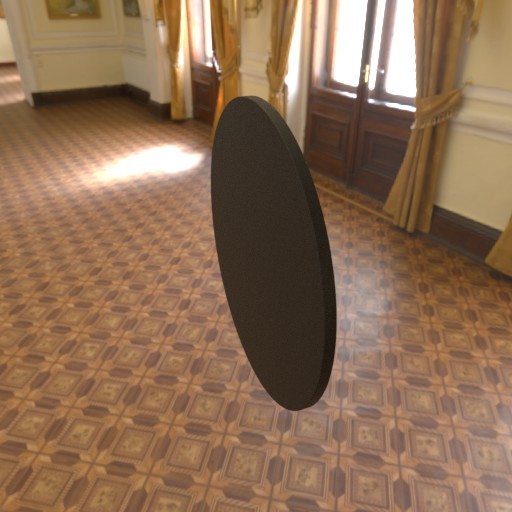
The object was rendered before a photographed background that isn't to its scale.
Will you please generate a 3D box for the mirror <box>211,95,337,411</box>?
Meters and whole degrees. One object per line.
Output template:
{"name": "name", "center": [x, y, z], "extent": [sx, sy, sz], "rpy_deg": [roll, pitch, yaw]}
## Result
{"name": "mirror", "center": [0.000, 0.000, 1.582], "extent": [0.036, 1.077, 1.077], "rpy_deg": [-11, 32, -18]}
